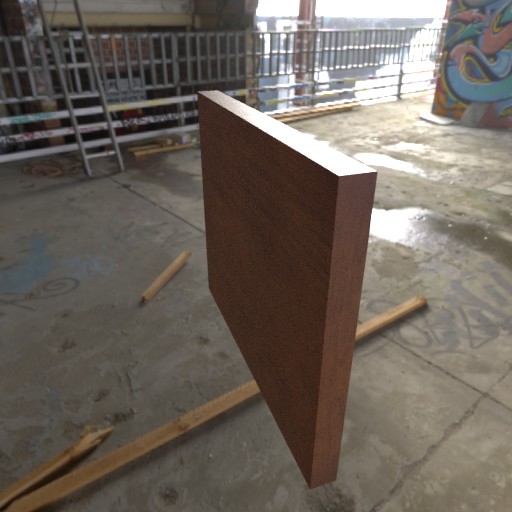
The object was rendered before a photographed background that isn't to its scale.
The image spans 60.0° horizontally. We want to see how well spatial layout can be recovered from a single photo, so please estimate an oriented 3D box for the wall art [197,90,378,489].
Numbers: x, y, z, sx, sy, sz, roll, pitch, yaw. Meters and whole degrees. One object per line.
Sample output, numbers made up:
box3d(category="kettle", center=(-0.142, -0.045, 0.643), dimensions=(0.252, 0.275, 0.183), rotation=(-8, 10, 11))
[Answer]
box3d(category="wall art", center=(0.000, 0.000, 0.540), dimensions=(0.030, 0.328, 0.401), rotation=(-10, 30, -18))
